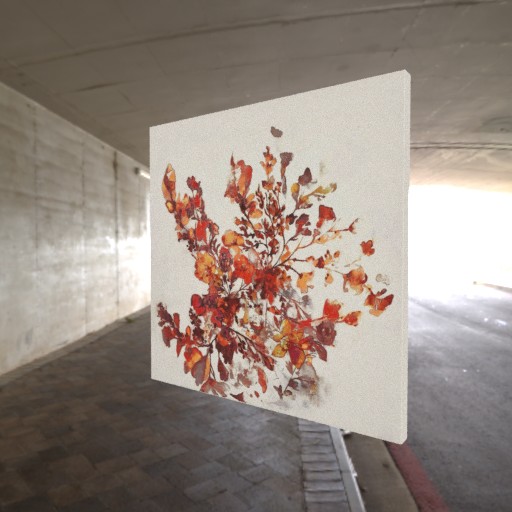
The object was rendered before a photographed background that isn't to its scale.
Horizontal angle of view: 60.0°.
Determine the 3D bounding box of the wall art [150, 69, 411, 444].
[{"bbox_3d":[0.000,0.000,1.503,1.009,1.009,0.049,1,2,36],"label":"wall art"}]
